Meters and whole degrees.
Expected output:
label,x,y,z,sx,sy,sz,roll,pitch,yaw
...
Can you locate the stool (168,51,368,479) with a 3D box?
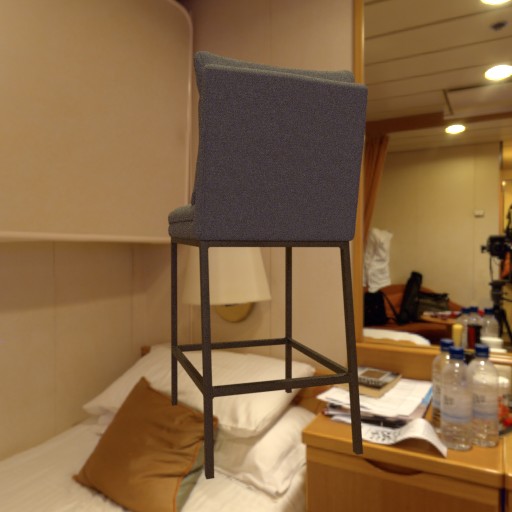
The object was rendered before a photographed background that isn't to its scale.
label,x,y,z,sx,sy,sz,roll,pitch,yaw
stool,0.000,0.000,1.343,0.463,1.031,0.569,0,1,-18
